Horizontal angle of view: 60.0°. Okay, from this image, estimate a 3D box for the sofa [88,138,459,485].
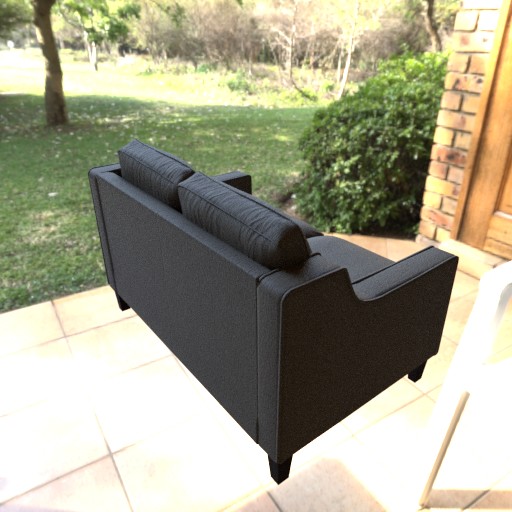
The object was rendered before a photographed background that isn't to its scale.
[{"bbox_3d":[0.000,0.000,2.116,0.985,0.981,1.503,-20,33,-33],"label":"sofa"}]
